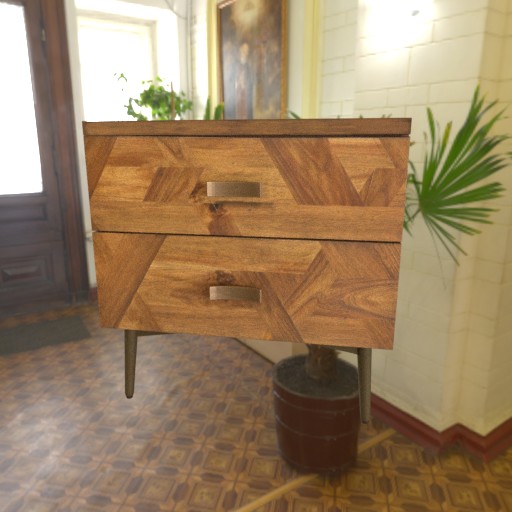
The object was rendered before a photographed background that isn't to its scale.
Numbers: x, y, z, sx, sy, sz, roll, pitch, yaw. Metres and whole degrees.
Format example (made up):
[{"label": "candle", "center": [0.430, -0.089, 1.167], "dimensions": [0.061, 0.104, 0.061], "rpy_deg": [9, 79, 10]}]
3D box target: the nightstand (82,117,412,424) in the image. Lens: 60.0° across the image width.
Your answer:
[{"label": "nightstand", "center": [0.000, 0.000, 1.070], "dimensions": [0.610, 0.610, 0.458], "rpy_deg": [3, 14, 10]}]
